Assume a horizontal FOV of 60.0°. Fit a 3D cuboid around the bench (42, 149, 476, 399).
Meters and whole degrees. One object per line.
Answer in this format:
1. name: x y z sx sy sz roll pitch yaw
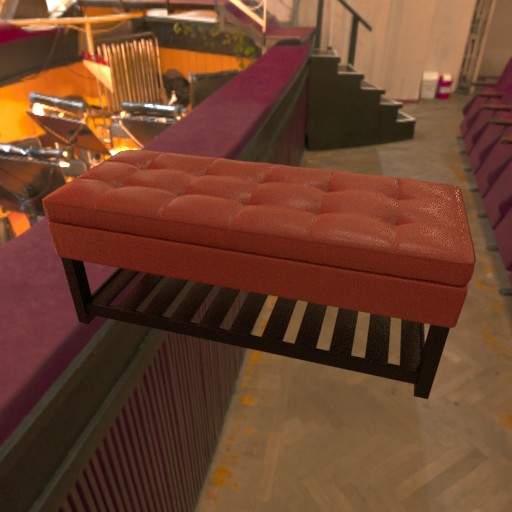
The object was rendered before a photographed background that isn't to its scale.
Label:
1. bench: 0.000 0.000 1.345 1.105 0.460 0.432 9 34 14
